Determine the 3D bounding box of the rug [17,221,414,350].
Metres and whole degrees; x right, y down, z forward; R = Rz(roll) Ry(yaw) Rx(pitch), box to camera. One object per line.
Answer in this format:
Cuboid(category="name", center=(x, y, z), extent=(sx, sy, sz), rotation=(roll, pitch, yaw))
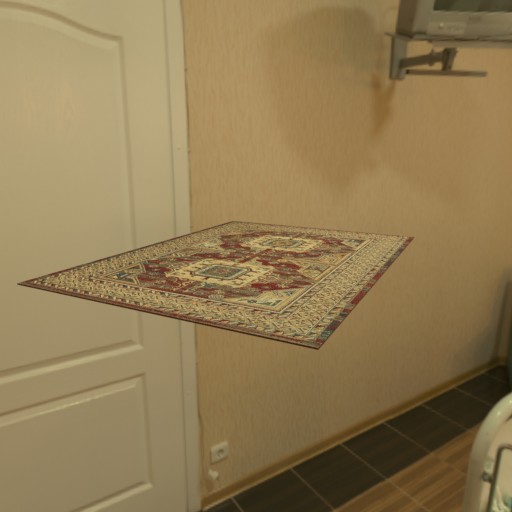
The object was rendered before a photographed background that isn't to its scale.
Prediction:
Cuboid(category="rug", center=(0.000, 0.000, 4.170), extent=(2.381, 0.013, 3.197), rotation=(7, 16, 27))
